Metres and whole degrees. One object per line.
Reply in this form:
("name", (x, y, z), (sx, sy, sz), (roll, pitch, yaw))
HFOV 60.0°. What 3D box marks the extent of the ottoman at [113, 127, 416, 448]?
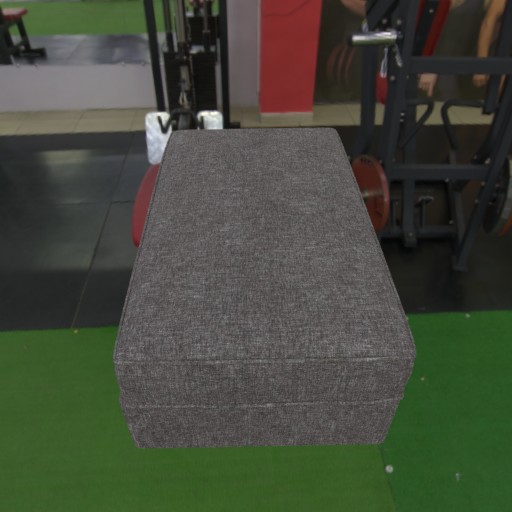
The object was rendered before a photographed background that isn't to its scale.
("ottoman", (0.000, 0.000, 1.534), (0.717, 0.487, 1.184), (-1, 41, -1))
